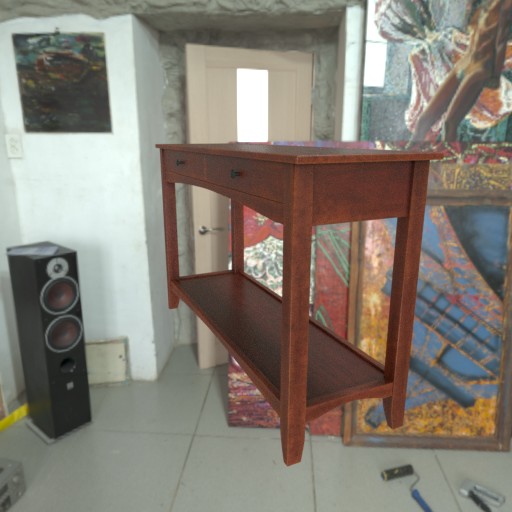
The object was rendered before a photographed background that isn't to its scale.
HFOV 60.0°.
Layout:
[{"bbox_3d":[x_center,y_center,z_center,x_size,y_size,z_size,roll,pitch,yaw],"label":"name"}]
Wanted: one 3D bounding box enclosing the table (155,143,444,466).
[{"bbox_3d":[0.000,0.000,1.546,0.392,0.739,1.188,-7,17,-24],"label":"table"}]
